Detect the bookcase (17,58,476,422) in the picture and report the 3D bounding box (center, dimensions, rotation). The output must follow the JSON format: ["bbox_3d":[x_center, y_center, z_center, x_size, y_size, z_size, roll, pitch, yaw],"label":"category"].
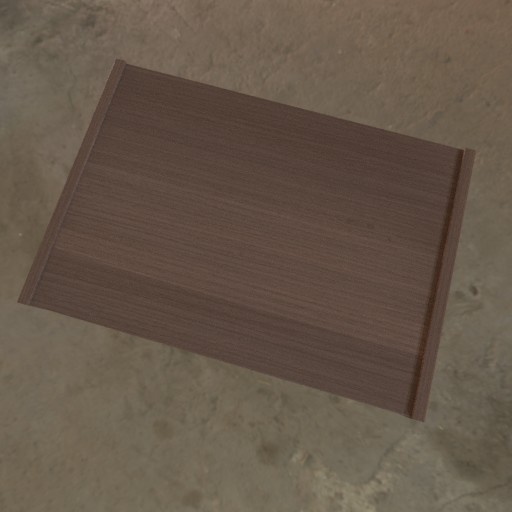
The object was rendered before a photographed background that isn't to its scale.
[{"bbox_3d":[0.000,0.000,0.611,0.415,0.305,0.290,16,78,4],"label":"bookcase"}]
